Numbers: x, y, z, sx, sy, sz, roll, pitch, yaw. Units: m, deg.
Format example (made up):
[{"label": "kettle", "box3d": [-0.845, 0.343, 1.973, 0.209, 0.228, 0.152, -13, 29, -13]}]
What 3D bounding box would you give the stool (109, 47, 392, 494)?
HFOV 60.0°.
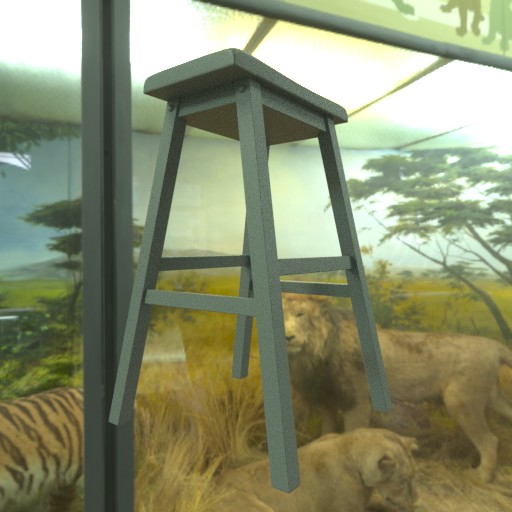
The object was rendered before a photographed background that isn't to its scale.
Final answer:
[{"label": "stool", "box3d": [0.000, 0.000, 1.016, 0.476, 0.737, 0.457, 1, 2, 37]}]
